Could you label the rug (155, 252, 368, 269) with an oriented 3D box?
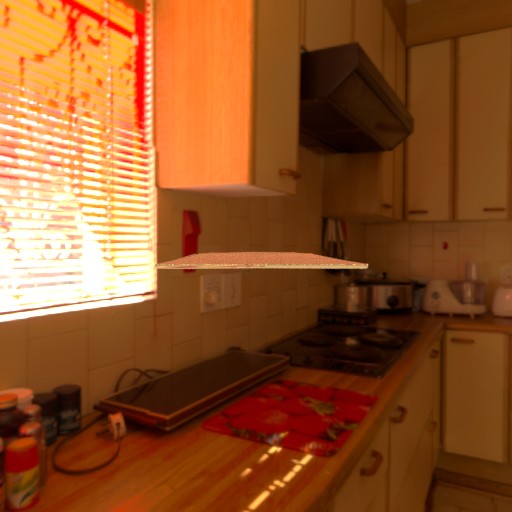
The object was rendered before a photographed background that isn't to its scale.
[{"bbox_3d":[0.000,0.000,2.580,0.692,0.032,2.320,0,1,-1],"label":"rug"}]
